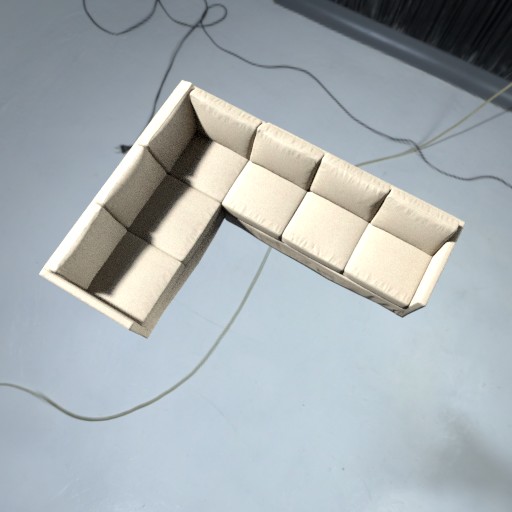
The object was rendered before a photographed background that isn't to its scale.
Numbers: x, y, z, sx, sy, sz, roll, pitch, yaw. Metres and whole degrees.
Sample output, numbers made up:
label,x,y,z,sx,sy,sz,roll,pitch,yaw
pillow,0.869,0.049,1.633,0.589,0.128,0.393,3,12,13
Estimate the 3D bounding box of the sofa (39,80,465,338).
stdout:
label,x,y,z,sx,sy,sz,roll,pitch,yaw
sofa,0.000,0.000,4.331,3.182,0.871,2.432,29,76,8
